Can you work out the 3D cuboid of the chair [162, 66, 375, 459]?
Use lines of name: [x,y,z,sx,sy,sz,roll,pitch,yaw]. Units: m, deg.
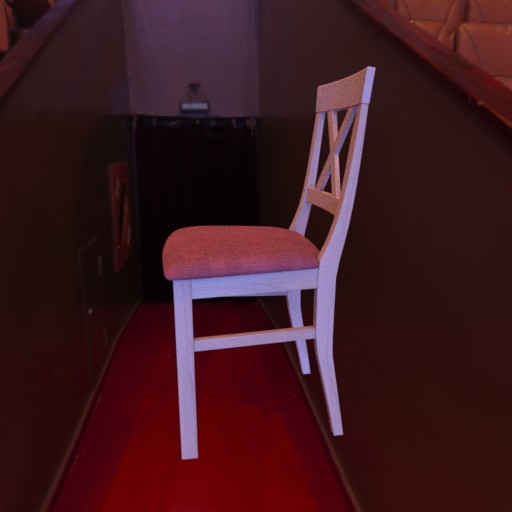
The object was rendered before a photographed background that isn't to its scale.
chair: [0.000,0.000,1.200,0.492,0.912,0.439,-2,15,-8]
